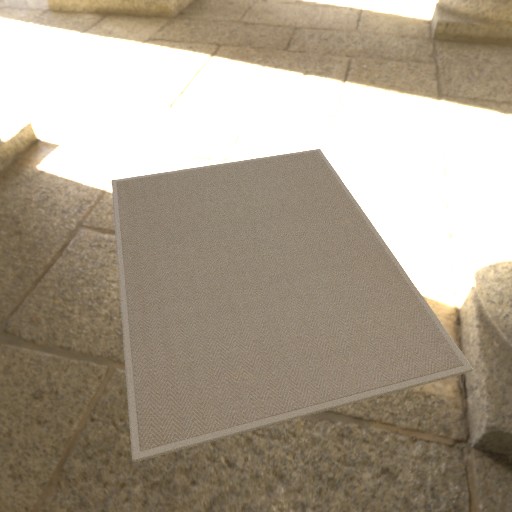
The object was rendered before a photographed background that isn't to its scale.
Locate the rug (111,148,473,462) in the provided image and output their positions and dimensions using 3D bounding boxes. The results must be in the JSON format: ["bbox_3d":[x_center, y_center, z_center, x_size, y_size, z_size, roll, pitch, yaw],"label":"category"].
[{"bbox_3d":[0.000,0.000,3.978,2.407,0.020,3.051,-11,46,-11],"label":"rug"}]
